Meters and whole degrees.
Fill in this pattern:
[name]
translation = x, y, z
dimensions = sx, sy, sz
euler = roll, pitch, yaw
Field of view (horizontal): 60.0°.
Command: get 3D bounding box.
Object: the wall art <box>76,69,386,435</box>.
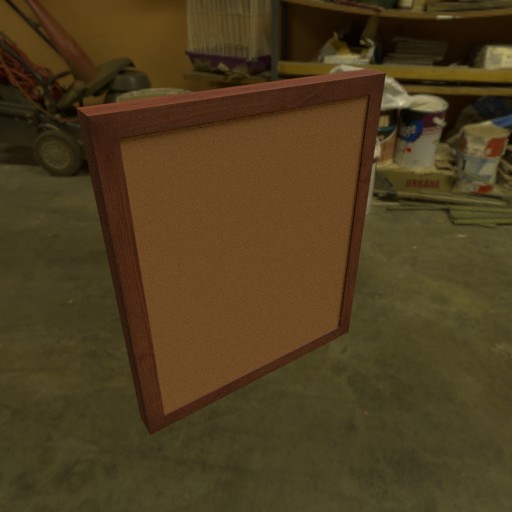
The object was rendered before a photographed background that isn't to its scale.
[wall art]
translation = 0.000, 0.000, 0.526
dimensions = 0.330, 0.381, 0.030
euler = -20, 37, -29
